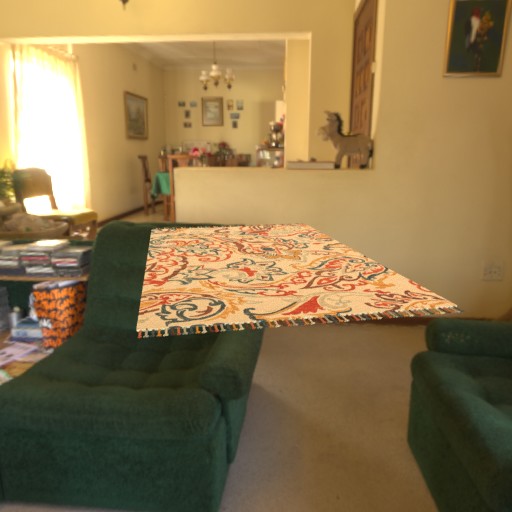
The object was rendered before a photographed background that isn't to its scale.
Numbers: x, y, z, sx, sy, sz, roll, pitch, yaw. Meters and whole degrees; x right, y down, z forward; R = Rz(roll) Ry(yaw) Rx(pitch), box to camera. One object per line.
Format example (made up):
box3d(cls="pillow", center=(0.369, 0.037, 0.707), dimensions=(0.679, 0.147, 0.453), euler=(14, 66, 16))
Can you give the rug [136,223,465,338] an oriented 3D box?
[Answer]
box3d(cls="rug", center=(0.000, 0.000, 3.181), dimensions=(1.523, 0.010, 2.584), euler=(-3, 14, -11))
